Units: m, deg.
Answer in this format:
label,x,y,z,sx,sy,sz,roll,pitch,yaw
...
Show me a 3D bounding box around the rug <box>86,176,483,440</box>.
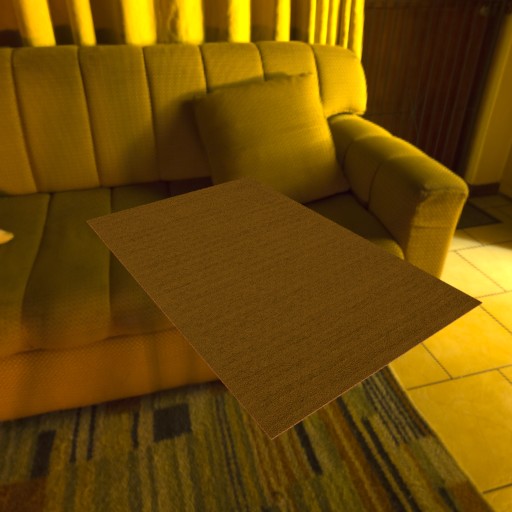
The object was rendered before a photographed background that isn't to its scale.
label,x,y,z,sx,sy,sz,roll,pitch,yaw
rug,0.000,0.000,2.228,1.142,0.006,1.752,-21,38,-30
